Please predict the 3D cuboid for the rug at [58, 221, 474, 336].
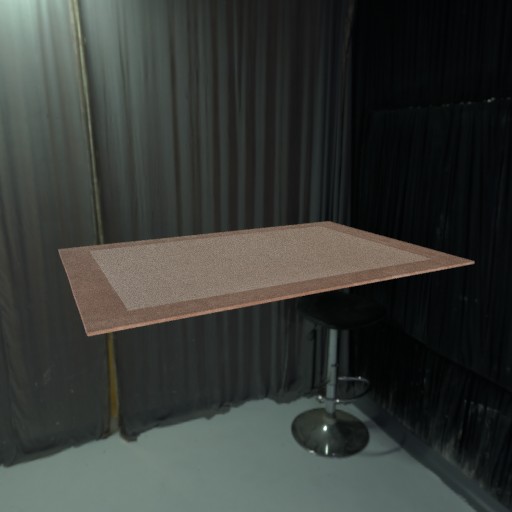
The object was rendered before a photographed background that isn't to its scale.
[{"bbox_3d":[0.000,0.000,2.328,1.829,0.014,1.219,-8,17,-26],"label":"rug"}]
